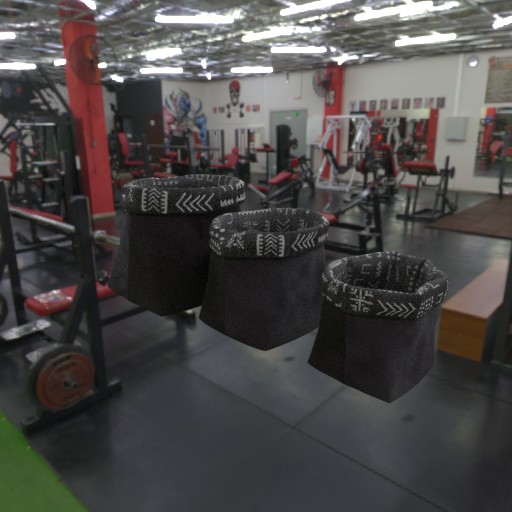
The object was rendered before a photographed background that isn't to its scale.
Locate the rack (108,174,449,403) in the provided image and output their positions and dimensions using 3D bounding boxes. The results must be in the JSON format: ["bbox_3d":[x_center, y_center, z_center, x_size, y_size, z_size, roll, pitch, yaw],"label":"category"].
[{"bbox_3d":[0.000,0.000,1.087,0.905,0.323,0.379,16,23,42],"label":"rack"}]
